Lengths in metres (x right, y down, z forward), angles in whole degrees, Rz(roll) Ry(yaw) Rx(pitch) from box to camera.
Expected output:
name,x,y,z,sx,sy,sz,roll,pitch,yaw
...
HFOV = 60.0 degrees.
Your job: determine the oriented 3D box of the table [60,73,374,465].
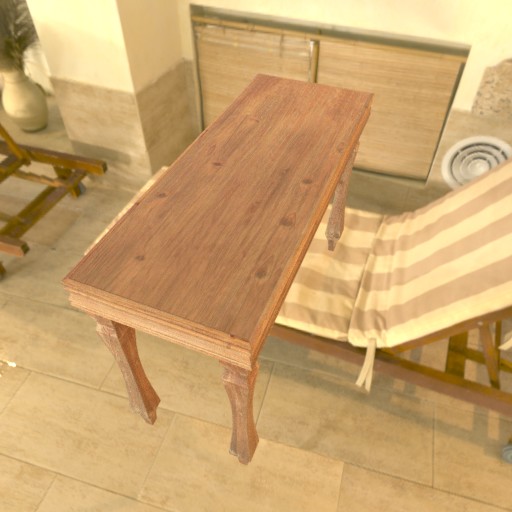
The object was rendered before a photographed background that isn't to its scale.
name,x,y,z,sx,sy,sz,roll,pitch,yaw
table,0.000,0.000,1.783,0.522,0.873,1.330,16,48,15
